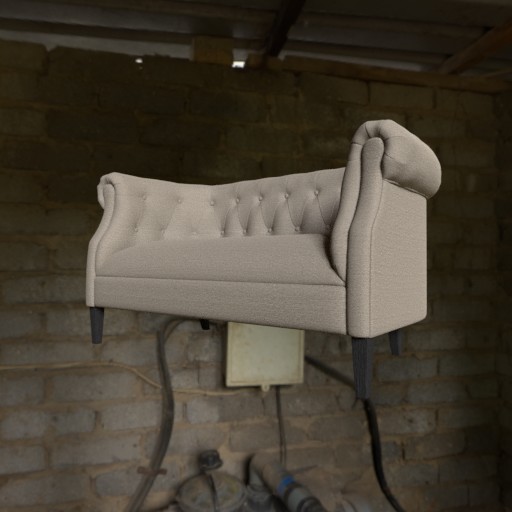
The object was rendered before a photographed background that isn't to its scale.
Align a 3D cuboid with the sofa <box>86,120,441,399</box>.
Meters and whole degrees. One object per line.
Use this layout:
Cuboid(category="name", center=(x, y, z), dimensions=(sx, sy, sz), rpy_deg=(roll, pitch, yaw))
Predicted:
Cuboid(category="sofa", center=(0.000, 0.000, 1.983), dimensions=(1.558, 0.827, 0.835), rpy_deg=(0, -1, 38))
